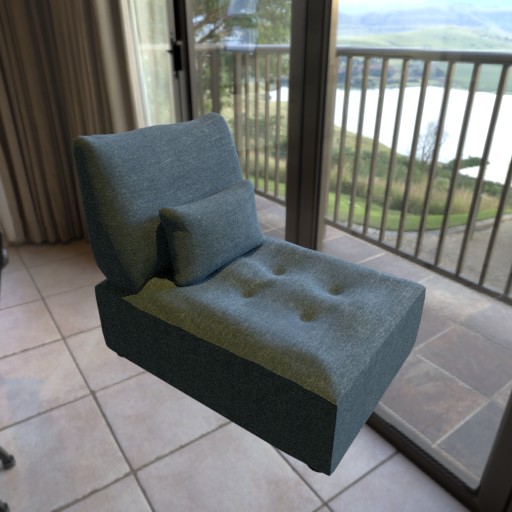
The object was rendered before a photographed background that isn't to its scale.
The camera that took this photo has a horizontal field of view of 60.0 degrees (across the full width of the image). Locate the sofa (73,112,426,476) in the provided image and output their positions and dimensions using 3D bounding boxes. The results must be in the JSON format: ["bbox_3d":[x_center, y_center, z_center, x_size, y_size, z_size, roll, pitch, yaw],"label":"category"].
[{"bbox_3d":[0.000,0.000,1.535,1.000,0.820,0.700,18,32,32],"label":"sofa"}]
